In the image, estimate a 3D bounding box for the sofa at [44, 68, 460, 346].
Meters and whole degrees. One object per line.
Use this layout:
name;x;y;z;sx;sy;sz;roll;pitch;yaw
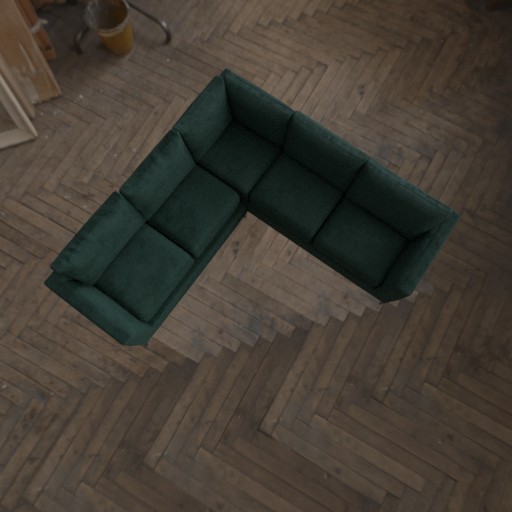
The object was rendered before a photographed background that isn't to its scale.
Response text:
sofa;0.000;0.000;3.844;2.452;1.004;2.468;35;78;8
